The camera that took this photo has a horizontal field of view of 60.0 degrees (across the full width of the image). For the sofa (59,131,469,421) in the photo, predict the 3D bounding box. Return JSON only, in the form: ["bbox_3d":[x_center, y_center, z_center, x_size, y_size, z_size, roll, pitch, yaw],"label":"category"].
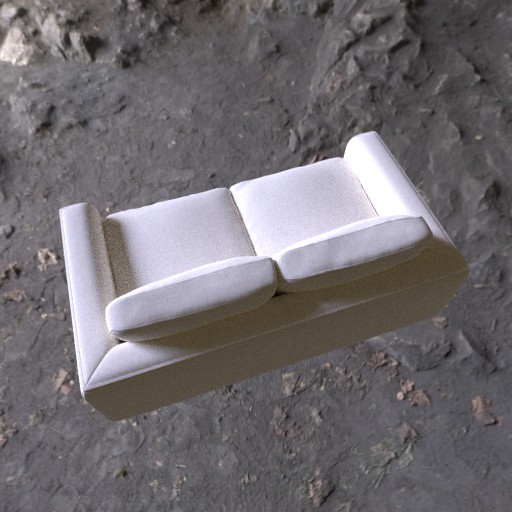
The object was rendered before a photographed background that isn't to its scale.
[{"bbox_3d":[0.000,0.000,2.399,1.920,0.801,1.069,-16,59,-10],"label":"sofa"}]
